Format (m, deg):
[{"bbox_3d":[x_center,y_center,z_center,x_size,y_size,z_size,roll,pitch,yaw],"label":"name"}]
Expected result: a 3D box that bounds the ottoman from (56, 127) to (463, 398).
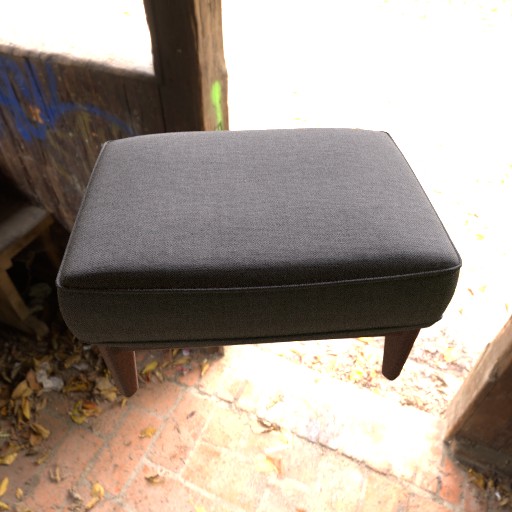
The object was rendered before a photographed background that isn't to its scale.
[{"bbox_3d":[0.000,0.000,1.074,0.750,0.458,0.555,-3,45,-3],"label":"ottoman"}]
